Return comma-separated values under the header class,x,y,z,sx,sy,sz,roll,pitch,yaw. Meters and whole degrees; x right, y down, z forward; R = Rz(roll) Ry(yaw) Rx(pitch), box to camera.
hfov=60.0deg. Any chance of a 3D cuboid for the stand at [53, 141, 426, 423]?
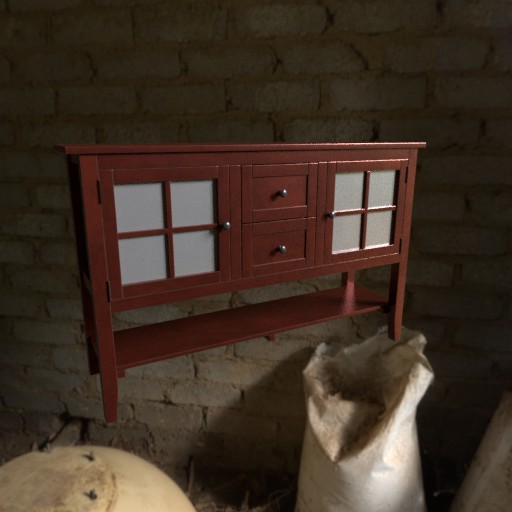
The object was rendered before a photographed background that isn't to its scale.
class,x,y,z,sx,sy,sz,roll,pitch,yaw
stand,0.000,0.000,1.770,1.362,0.872,0.410,-8,17,-27
